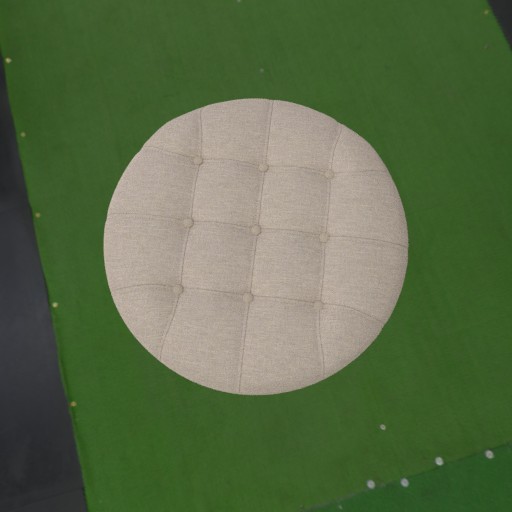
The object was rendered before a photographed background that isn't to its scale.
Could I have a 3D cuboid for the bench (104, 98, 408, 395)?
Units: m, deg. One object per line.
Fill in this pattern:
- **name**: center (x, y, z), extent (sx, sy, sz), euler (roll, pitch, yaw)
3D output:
- **bench**: center (0.000, 0.000, 1.030), extent (0.600, 0.454, 0.600), euler (0, 77, 0)
